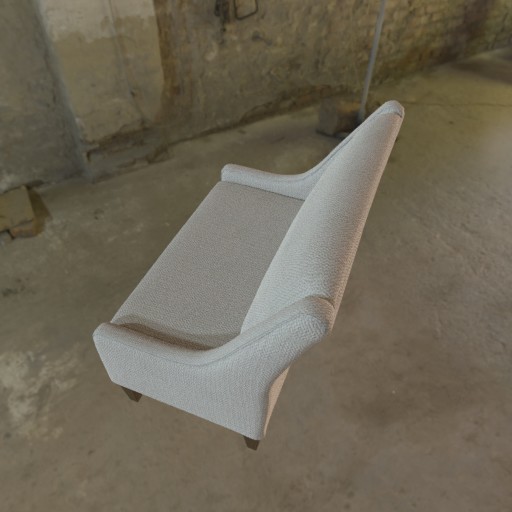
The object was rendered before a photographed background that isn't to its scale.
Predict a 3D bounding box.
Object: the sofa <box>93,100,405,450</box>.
[{"bbox_3d":[0.000,0.000,1.913,0.870,1.022,1.242,16,48,15],"label":"sofa"}]
